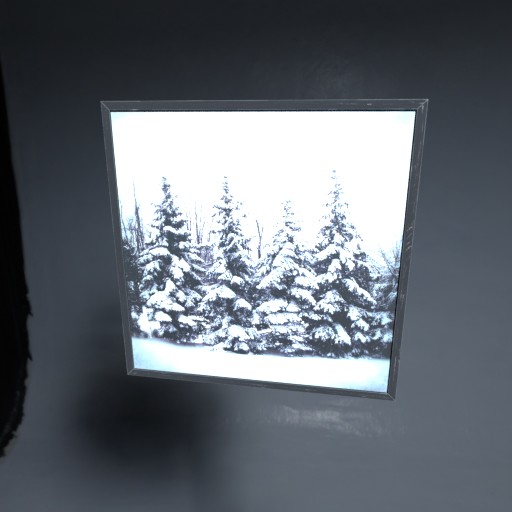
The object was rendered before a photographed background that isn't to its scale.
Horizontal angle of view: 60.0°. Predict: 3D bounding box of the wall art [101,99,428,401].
[{"bbox_3d":[0.000,0.000,1.149,0.761,0.761,0.037,3,18,9],"label":"wall art"}]
